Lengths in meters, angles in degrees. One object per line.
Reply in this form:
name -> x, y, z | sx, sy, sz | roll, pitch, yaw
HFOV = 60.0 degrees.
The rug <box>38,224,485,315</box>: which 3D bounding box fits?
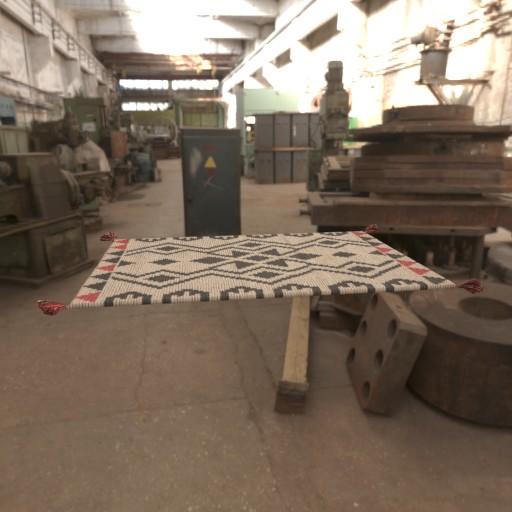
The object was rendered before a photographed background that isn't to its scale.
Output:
rug -> 0.000, 0.000, 2.638 | 2.069, 0.067, 1.444 | -2, 16, -8
